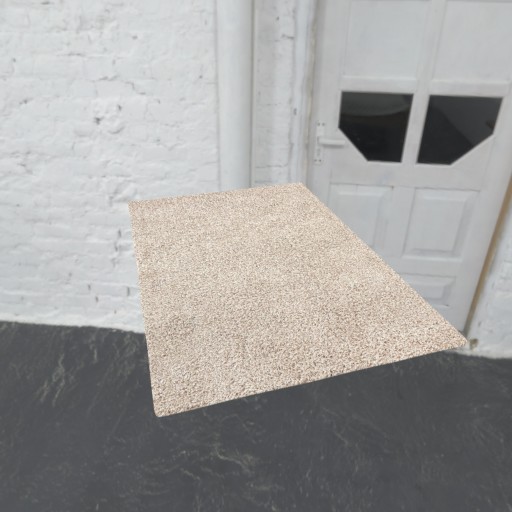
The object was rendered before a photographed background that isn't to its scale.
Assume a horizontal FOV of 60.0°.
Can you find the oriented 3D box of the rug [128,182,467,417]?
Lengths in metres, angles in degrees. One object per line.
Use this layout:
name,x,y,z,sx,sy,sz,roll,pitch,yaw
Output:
rug,0.000,0.000,2.329,1.219,0.030,1.778,-9,32,-14
